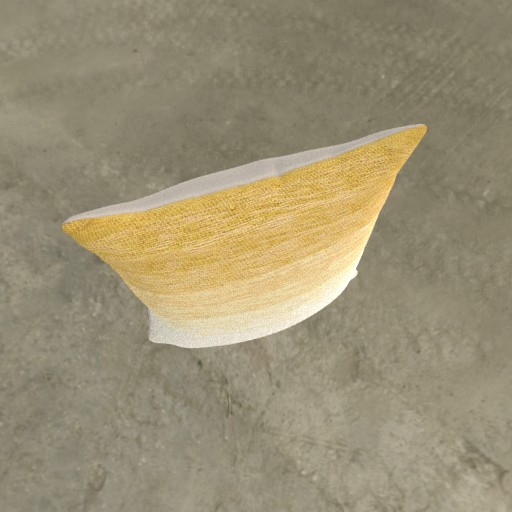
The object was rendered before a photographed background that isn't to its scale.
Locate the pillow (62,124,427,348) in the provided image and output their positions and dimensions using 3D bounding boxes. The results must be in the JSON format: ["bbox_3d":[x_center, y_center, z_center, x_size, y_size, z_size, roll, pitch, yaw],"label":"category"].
[{"bbox_3d":[0.000,0.000,0.714,0.450,0.450,0.211,-17,65,-8],"label":"pillow"}]
